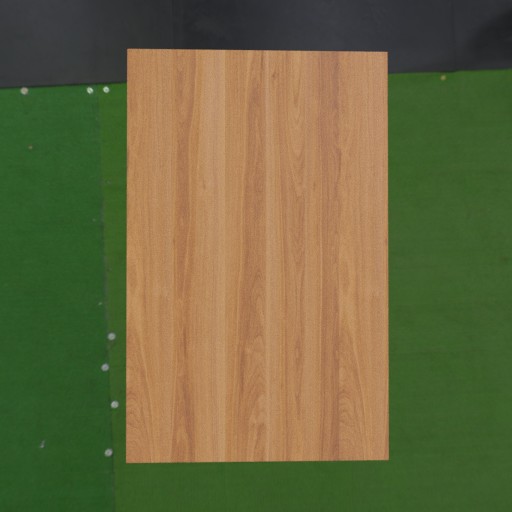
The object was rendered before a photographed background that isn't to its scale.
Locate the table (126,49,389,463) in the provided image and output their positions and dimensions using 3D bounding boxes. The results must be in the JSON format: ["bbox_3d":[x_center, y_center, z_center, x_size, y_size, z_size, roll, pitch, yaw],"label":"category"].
[{"bbox_3d":[0.000,0.000,1.439,0.700,0.510,1.100,0,89,-1],"label":"table"}]
